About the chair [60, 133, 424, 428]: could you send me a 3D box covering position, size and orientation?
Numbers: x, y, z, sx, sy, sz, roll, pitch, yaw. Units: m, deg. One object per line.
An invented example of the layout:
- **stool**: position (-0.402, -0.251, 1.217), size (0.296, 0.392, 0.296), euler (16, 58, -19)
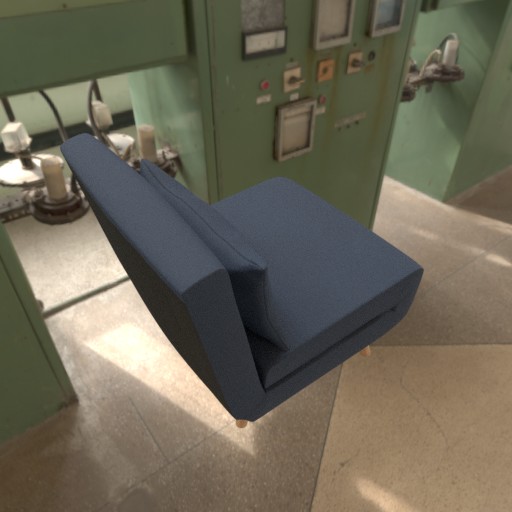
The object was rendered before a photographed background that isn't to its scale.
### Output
- **chair**: position (0.000, 0.000, 1.498), size (0.900, 0.808, 0.770), euler (-25, 46, -27)
